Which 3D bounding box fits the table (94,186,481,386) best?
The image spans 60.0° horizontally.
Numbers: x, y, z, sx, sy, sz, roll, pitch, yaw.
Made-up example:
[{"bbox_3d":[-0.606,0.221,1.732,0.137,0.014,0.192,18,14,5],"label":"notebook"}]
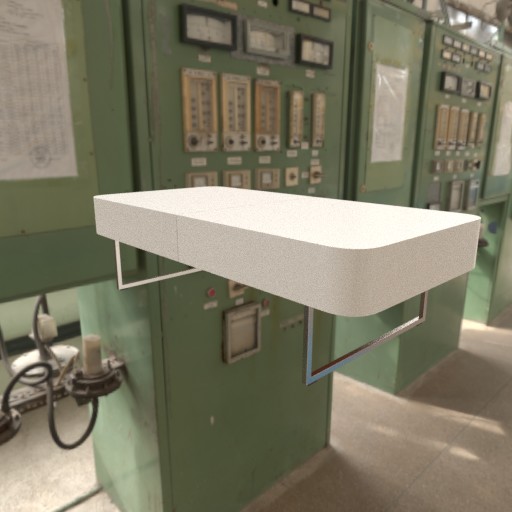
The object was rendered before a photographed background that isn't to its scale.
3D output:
[{"bbox_3d":[0.000,0.000,1.463,0.600,0.340,1.200,-13,19,-41],"label":"table"}]
